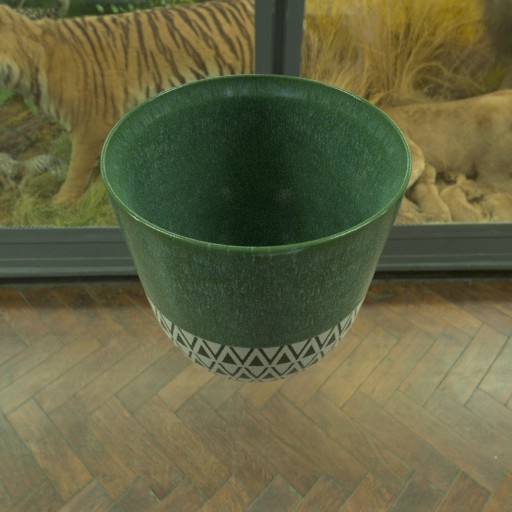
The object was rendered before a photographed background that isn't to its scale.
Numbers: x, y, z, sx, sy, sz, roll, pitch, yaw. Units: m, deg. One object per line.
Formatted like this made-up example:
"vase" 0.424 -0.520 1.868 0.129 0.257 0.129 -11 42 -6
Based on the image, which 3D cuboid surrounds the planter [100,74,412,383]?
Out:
"planter" 0.000 0.000 0.361 0.195 0.214 0.195 0 47 0
